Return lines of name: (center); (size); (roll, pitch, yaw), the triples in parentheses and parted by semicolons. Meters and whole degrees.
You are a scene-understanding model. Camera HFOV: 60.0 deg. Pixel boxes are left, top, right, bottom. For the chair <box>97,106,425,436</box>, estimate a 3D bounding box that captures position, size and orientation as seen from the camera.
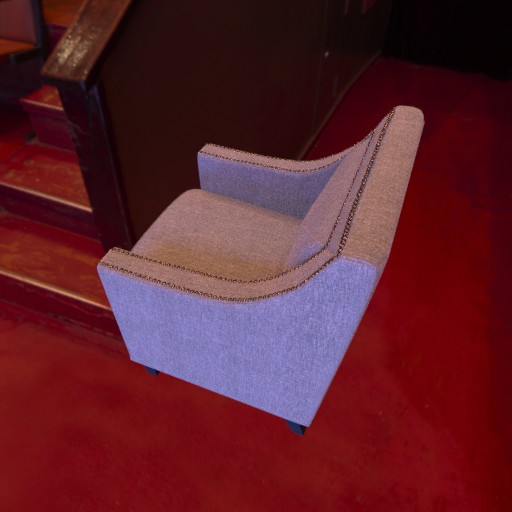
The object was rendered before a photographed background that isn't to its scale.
chair: (0.000, 0.000, 1.626); (0.884, 0.967, 0.776); (16, 47, 15)
